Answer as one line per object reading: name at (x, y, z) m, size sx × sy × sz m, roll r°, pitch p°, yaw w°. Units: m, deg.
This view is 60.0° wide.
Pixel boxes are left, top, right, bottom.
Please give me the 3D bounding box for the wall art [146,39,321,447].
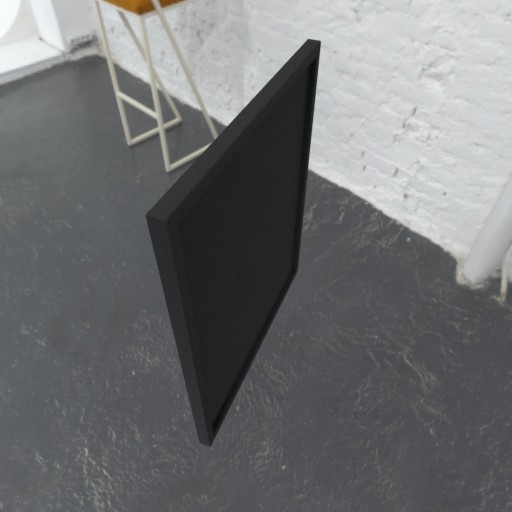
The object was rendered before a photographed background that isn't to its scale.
wall art at (0.000, 0.000, 0.699) m, size 0.021 × 0.508 × 0.432 m, roll 17°, pitch 49°, yaw 16°
